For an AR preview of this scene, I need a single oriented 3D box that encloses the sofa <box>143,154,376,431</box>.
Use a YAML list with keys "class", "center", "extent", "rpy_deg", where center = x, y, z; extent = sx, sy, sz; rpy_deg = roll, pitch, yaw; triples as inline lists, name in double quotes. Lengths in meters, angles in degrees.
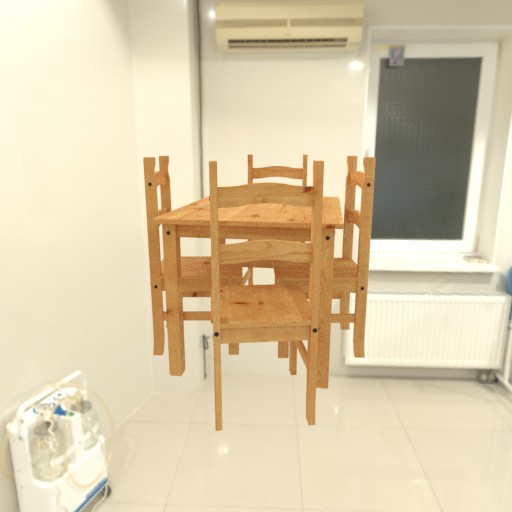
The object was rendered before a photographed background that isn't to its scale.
- class: "sofa"
  center: [0.000, 0.000, 2.289]
  extent: [1.144, 1.000, 1.529]
  rpy_deg: [2, 14, 9]
